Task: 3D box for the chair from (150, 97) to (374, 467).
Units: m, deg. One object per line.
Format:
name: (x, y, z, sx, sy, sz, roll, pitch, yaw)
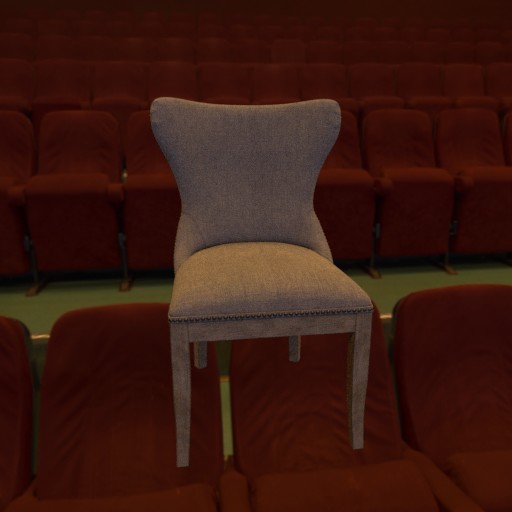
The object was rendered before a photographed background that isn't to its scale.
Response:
chair: (0.000, 0.000, 1.443, 0.654, 1.002, 0.681, -2, 15, -8)
